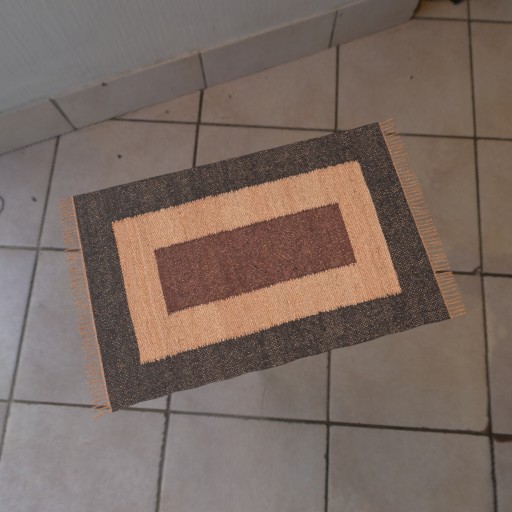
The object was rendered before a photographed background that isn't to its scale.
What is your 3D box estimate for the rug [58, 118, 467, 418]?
[{"bbox_3d":[0.000,0.000,1.845,1.541,0.013,0.920,-14,77,-3],"label":"rug"}]
